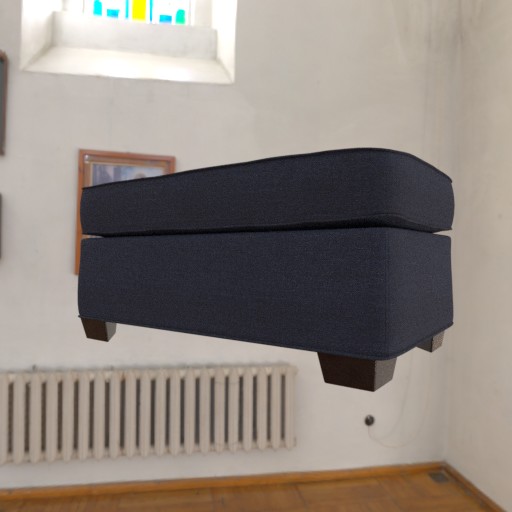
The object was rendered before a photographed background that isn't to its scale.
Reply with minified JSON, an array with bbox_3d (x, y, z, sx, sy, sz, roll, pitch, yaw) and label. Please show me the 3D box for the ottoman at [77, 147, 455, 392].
[{"bbox_3d":[0.000,0.000,1.162,0.895,0.453,0.505,0,0,36],"label":"ottoman"}]
